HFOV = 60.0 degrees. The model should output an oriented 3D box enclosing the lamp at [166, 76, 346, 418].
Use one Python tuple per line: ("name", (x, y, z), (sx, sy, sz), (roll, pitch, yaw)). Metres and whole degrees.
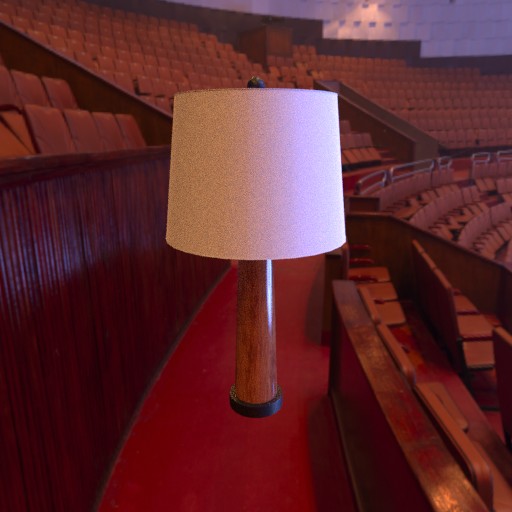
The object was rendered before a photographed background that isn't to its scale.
("lamp", (0.000, 0.000, 0.884), (0.349, 0.667, 0.349), (0, 16, 0))
